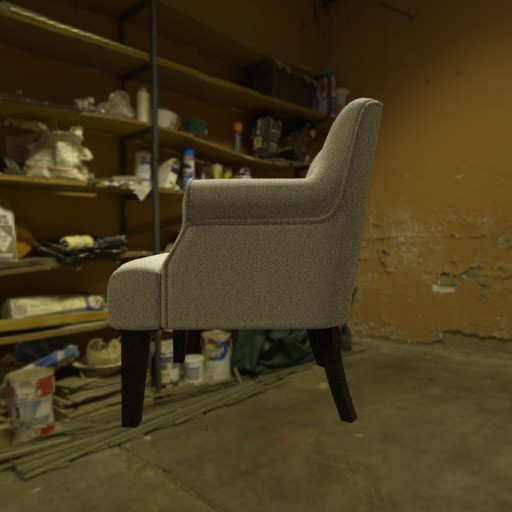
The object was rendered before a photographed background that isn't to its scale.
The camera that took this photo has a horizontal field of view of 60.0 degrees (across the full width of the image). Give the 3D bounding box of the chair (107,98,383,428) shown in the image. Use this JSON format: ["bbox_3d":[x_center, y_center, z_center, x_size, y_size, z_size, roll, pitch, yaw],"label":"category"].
[{"bbox_3d":[0.000,0.000,1.469,0.750,0.875,0.781,0,1,1],"label":"chair"}]
